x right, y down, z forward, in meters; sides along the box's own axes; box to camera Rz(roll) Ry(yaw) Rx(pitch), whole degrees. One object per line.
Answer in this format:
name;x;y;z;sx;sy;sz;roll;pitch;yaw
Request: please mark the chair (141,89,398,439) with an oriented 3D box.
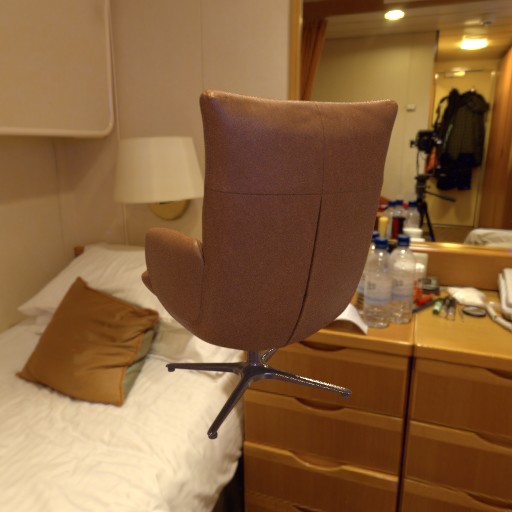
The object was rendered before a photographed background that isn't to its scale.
chair;0.000;0.000;1.581;0.711;1.027;0.794;-7;16;-25
